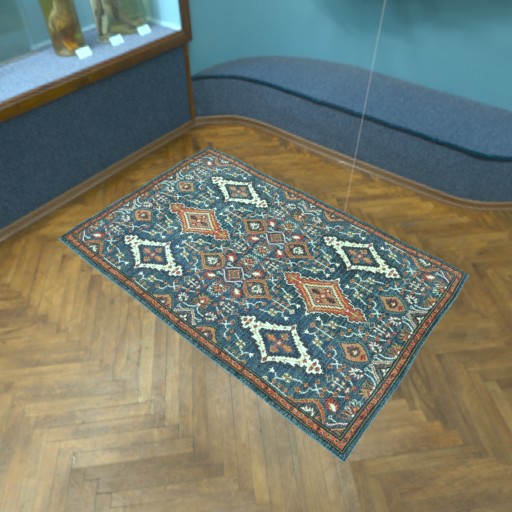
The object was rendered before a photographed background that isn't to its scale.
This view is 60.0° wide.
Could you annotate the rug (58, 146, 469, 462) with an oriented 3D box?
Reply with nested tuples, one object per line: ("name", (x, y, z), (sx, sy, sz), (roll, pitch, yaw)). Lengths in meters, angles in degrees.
("rug", (0.000, 0.000, 2.337), (1.847, 0.014, 1.195), (31, 54, 26))
